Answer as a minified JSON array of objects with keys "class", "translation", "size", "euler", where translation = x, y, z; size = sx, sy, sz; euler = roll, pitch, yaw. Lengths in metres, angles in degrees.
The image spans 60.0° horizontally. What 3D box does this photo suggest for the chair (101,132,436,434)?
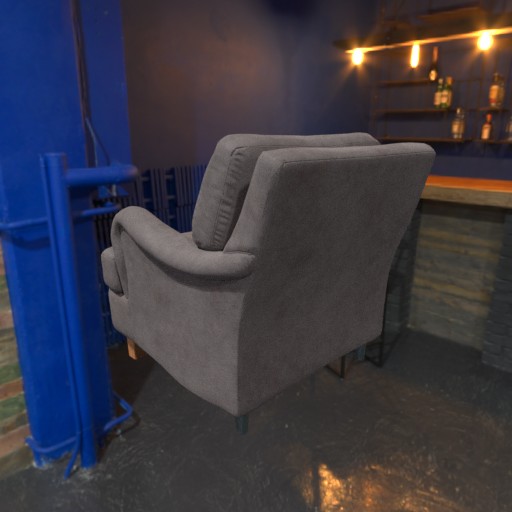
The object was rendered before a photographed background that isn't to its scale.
[{"class":"chair","translation":[0.000,0.000,1.859],"size":[0.955,0.997,1.070],"euler":[-15,22,-42]}]
